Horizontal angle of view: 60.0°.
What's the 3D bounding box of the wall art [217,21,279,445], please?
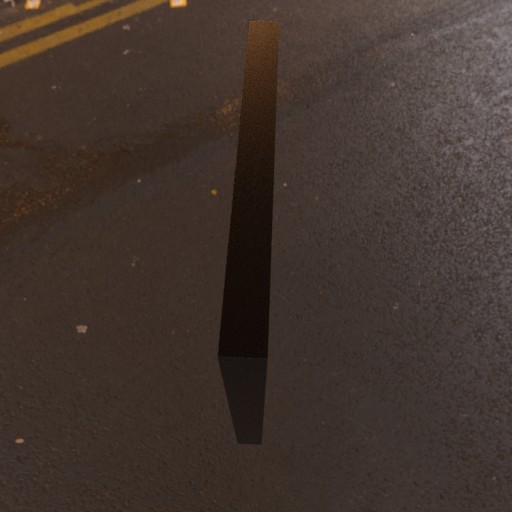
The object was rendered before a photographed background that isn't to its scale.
[{"bbox_3d":[0.000,0.000,0.471,0.029,0.318,0.327,2,59,1],"label":"wall art"}]
